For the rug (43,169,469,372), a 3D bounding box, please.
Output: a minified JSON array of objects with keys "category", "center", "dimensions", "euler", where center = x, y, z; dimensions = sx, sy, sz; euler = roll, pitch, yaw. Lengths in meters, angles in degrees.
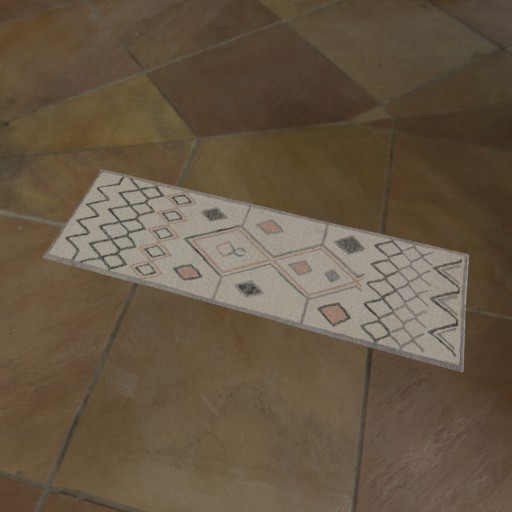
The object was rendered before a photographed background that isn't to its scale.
[{"category":"rug","center":[0.000,0.000,2.649],"dimensions":[2.435,0.011,0.750],"euler":[14,58,9]}]
